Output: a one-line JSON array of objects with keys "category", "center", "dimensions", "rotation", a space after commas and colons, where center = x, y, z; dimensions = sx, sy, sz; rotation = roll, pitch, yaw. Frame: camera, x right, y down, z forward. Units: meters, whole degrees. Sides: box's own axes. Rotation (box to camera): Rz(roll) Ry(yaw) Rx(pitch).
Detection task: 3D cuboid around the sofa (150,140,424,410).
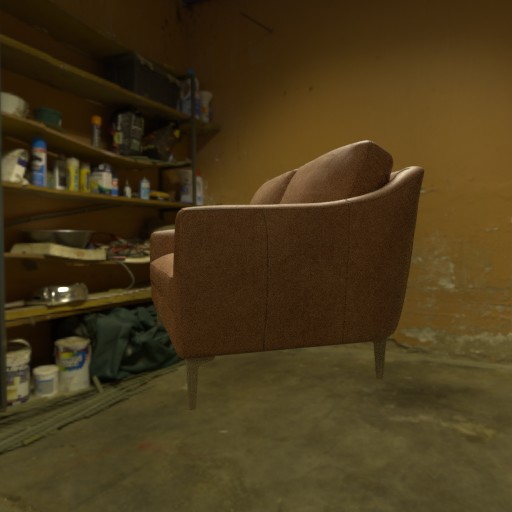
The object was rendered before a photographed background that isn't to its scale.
[{"category": "sofa", "center": [0.000, 0.000, 2.178], "dimensions": [0.960, 0.902, 1.619], "rotation": [0, 1, -16]}]
